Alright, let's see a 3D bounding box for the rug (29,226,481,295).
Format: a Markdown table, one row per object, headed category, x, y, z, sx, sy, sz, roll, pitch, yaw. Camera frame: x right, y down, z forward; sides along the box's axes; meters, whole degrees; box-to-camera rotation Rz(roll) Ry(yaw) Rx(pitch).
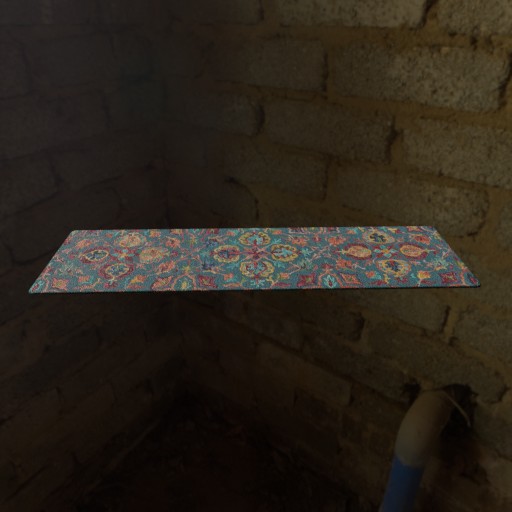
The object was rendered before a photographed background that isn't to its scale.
| category | x | y | z | sx | sy | sz | roll | pitch | yaw |
| --- | --- | --- | --- | --- | --- | --- | --- | --- | --- |
| rug | 0.000 | 0.000 | 2.514 | 2.286 | 0.013 | 0.686 | -1 | 30 | -1 |
